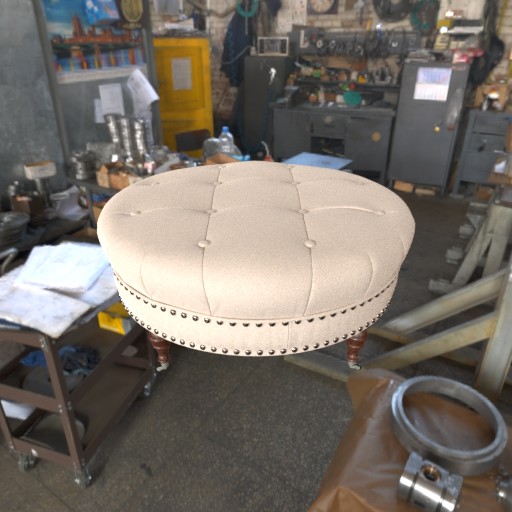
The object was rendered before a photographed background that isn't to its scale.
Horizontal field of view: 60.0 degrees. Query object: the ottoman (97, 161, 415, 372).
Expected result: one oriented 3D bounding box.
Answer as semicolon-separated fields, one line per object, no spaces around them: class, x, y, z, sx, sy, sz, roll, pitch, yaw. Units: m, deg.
ottoman;0.000;0.000;1.383;0.901;0.439;0.901;0;27;0
